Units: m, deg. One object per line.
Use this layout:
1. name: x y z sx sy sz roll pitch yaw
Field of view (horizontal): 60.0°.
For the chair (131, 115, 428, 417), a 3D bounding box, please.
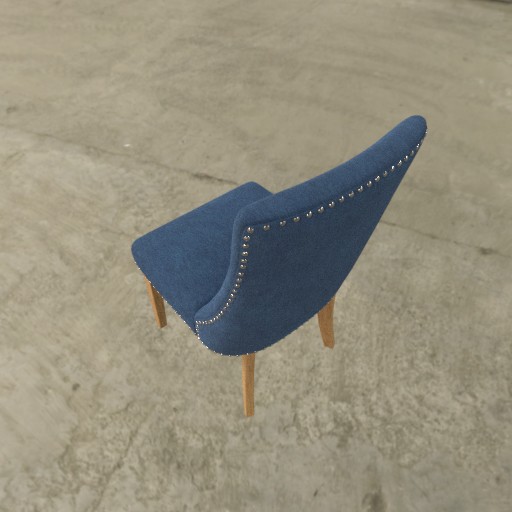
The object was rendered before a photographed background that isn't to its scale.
1. chair: 0.000 0.000 1.230 0.495 0.902 0.610 -32 54 -26
